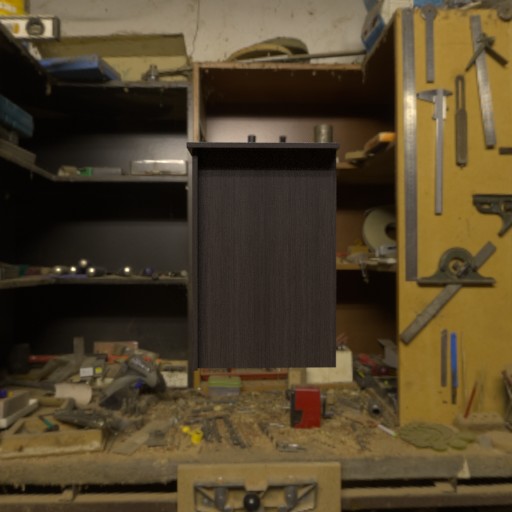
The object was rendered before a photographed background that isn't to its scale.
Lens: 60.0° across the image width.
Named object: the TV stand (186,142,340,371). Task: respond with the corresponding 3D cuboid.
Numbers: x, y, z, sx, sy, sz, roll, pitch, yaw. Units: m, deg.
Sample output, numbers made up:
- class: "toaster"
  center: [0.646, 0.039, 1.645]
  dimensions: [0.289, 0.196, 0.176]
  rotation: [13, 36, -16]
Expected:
- class: "TV stand"
  center: [0.000, 0.000, 2.064]
  dimensions: [0.406, 0.610, 1.778]
  rotation: [0, 0, -1]
